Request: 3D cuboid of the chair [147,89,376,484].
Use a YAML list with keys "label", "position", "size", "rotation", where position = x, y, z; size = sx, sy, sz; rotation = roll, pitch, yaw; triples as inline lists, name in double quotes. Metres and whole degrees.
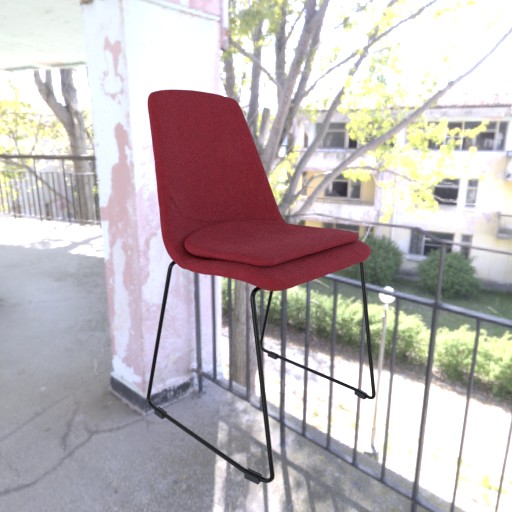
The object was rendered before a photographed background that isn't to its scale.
- label: "chair"
  position: [0.000, 0.000, 1.168]
  size: [0.518, 0.858, 0.479]
  rotation: [13, 20, 42]
